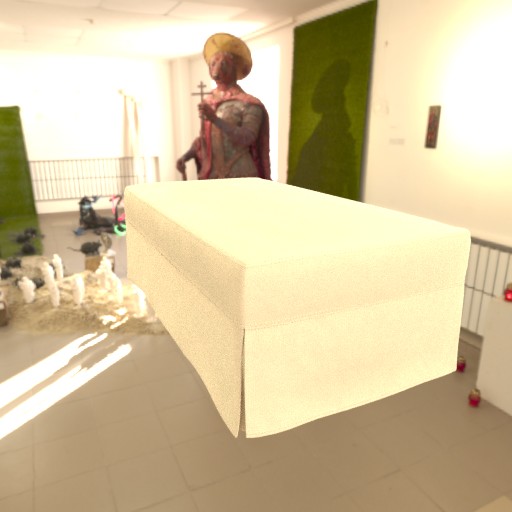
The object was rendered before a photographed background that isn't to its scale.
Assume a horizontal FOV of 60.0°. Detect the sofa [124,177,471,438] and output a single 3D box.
[{"bbox_3d":[0.000,0.000,2.086,0.939,0.552,1.677,-8,19,-25],"label":"sofa"}]
